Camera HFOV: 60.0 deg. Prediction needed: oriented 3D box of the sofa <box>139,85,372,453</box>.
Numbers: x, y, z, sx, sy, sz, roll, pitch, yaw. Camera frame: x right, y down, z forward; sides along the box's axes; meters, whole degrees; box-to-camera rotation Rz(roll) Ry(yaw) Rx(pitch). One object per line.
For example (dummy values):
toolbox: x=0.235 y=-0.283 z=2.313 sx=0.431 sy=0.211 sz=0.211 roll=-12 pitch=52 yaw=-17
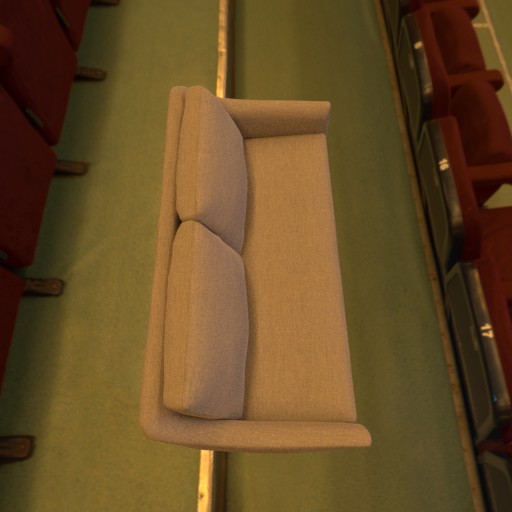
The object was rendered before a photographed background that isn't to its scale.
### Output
sofa: x=0.000 y=0.000 z=2.498 sx=0.980 sy=0.913 sz=2.036 roll=-1 pitch=64 yaw=0
